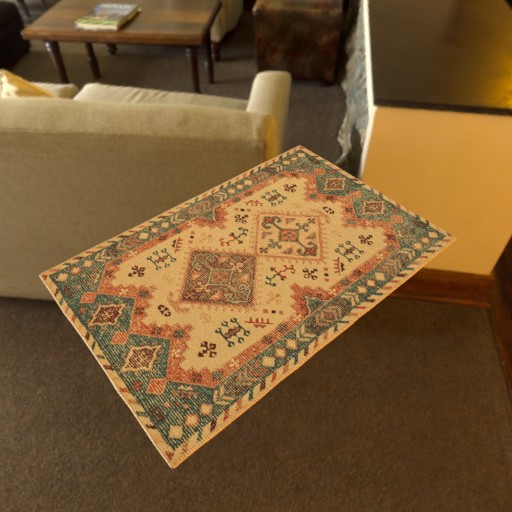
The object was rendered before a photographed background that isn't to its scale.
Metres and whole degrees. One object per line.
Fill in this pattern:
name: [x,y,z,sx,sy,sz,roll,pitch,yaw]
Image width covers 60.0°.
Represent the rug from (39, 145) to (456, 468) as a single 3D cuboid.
rug: [0.000,0.000,2.316,1.840,0.015,1.225,-32,54,-27]
